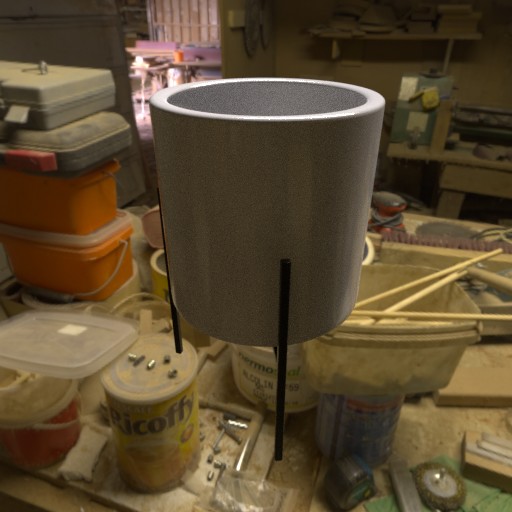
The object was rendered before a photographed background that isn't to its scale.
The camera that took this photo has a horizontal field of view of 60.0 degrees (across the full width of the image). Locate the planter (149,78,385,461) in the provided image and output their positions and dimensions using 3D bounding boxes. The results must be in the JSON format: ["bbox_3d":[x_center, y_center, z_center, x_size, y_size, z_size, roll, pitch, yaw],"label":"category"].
[{"bbox_3d":[0.000,0.000,0.508,0.239,0.356,0.239,10,31,18],"label":"planter"}]
